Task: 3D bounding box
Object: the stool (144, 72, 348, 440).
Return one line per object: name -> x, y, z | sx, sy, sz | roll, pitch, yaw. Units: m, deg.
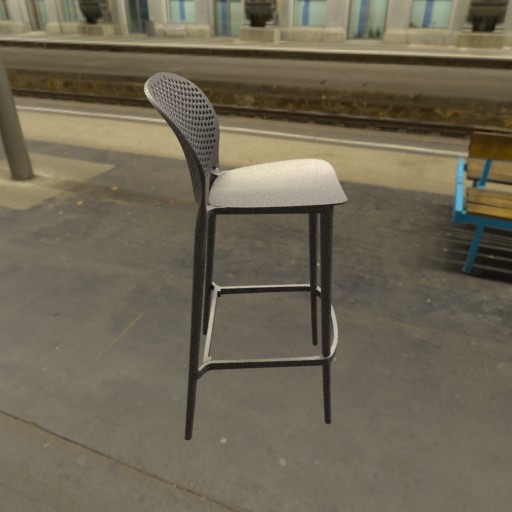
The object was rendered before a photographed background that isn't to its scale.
stool -> 0.000, 0.000, 1.376 | 0.535, 1.045, 0.536 | 0, 30, 0
